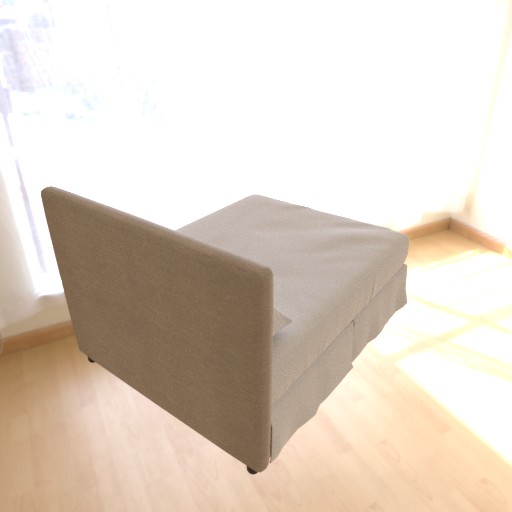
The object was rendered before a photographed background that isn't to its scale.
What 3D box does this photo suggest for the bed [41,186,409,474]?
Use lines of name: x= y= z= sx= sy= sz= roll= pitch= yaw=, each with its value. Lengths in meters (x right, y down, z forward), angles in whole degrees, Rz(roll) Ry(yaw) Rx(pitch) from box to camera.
bed: x=0.000 y=0.000 z=3.243 sx=1.713 sy=1.330 sz=2.162 roll=20 pitch=35 yaw=32
